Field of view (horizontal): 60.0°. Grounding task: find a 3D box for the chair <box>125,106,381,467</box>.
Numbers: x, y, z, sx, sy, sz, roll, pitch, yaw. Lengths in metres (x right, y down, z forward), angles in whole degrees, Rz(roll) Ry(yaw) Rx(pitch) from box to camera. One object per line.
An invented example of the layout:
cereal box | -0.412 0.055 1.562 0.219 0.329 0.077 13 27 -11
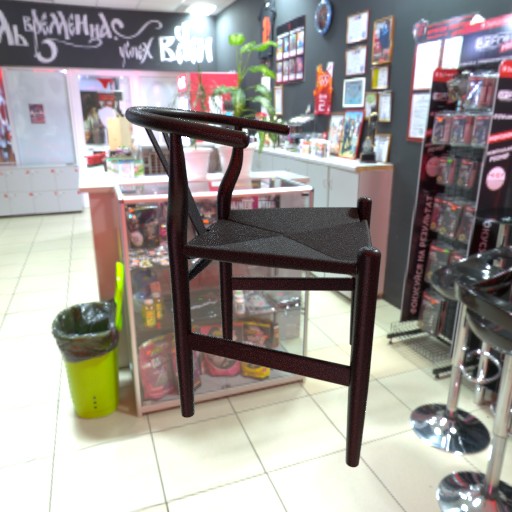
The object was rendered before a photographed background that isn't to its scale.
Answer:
chair | 0.000 0.000 1.139 0.579 0.730 0.569 4 18 12
